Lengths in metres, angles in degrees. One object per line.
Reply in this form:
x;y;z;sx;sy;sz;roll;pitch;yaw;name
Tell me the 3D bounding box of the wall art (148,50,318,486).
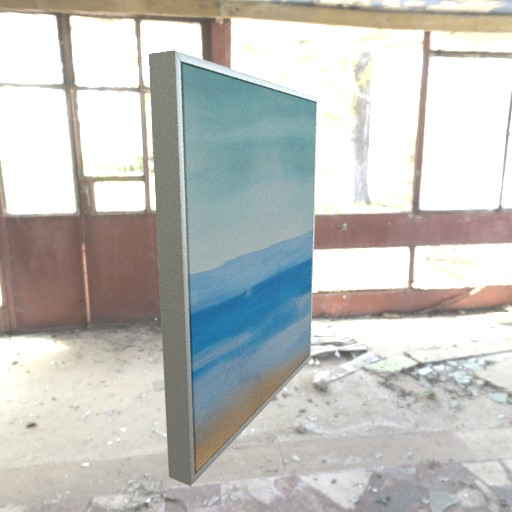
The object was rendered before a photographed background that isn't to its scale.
0.000;0.000;0.745;0.039;0.553;0.445;7;14;28;wall art
